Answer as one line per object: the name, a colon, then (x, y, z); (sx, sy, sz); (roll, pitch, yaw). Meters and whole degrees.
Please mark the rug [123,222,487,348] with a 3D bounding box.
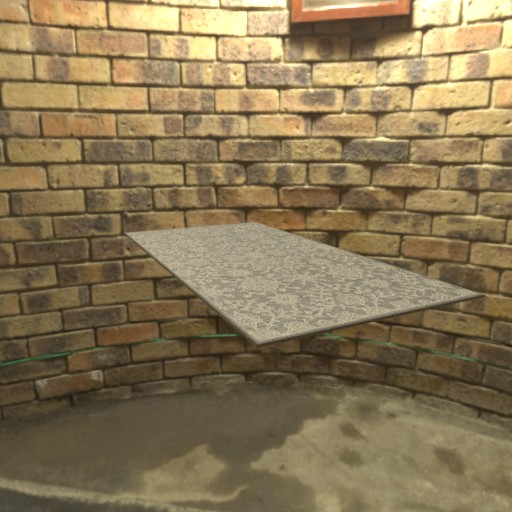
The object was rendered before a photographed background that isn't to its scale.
rug: (0.000, 0.000, 3.631); (1.546, 0.011, 3.048); (-7, 15, -26)
